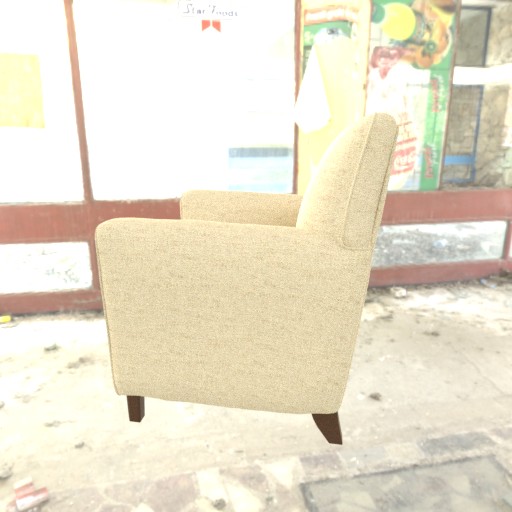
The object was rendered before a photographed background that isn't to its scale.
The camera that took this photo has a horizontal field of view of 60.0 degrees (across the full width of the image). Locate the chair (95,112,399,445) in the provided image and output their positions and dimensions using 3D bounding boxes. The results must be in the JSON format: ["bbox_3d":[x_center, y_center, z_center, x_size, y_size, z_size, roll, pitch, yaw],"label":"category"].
[{"bbox_3d":[0.000,0.000,1.592,0.823,0.943,0.870,2,15,9],"label":"chair"}]
